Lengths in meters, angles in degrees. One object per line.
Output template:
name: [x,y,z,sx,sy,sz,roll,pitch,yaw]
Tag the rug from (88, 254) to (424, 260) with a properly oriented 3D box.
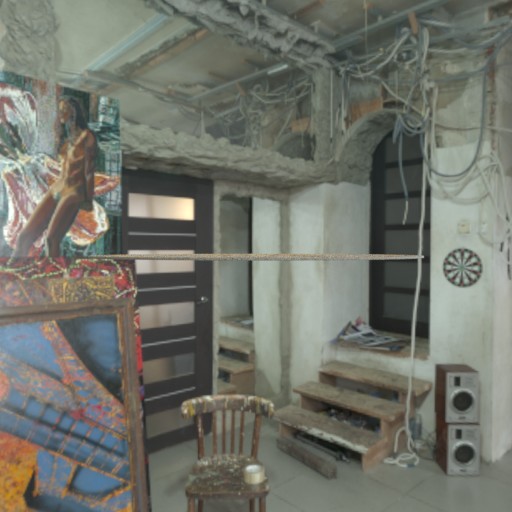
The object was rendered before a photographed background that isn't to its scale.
rug: [0.000,0.000,3.355,2.382,0.014,2.382,0,1,0]
